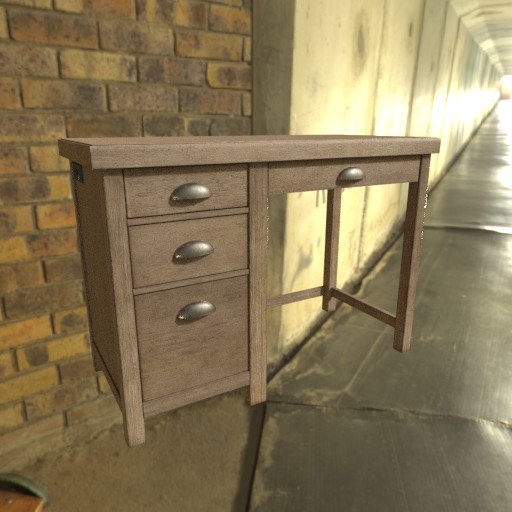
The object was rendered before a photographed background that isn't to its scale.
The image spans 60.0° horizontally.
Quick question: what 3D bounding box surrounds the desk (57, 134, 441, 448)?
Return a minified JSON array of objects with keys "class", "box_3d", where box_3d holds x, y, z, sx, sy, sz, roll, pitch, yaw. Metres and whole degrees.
[{"class":"desk","box_3d":[0.000,0.000,1.770,1.289,0.912,0.610,-9,19,-29]}]
